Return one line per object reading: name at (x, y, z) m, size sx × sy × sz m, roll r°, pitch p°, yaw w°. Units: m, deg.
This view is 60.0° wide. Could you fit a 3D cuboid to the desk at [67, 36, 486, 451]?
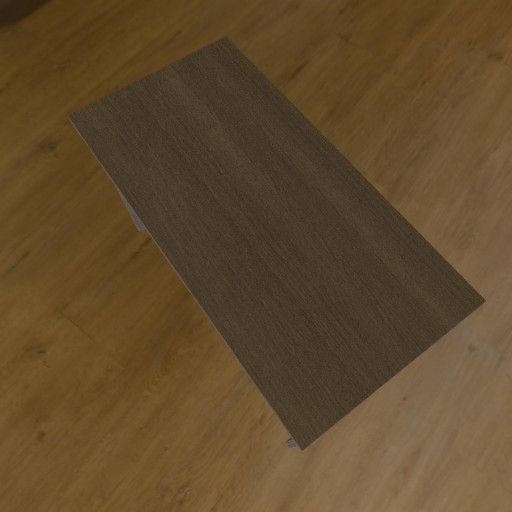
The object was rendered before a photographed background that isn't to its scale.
desk at (0.000, 0.000, 1.501) m, size 0.557 × 0.729 × 1.099 m, roll -33°, pitch 70°, yaw -14°
